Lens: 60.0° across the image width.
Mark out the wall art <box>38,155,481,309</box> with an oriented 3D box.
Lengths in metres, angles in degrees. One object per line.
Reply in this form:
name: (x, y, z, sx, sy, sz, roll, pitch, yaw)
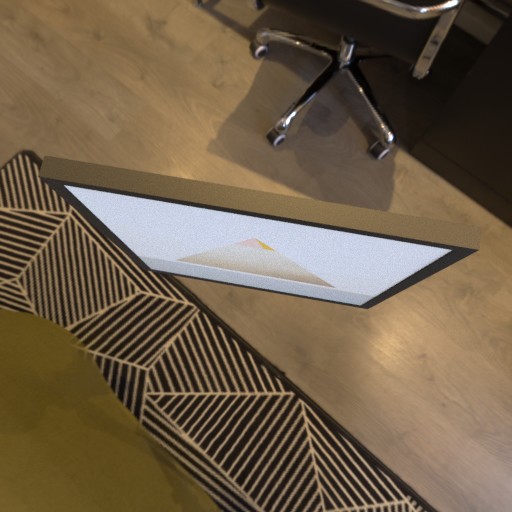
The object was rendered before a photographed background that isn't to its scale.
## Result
wall art: (0.000, 0.000, 1.136, 0.769, 0.766, 0.042, 10, 76, 2)
